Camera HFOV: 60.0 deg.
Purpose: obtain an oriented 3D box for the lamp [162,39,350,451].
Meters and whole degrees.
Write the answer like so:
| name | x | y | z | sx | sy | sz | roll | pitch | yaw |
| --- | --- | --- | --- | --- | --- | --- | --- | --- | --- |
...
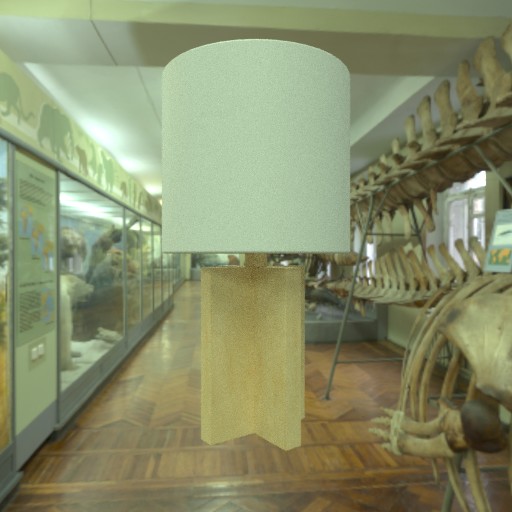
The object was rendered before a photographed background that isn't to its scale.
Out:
| name | x | y | z | sx | sy | sz | roll | pitch | yaw |
| --- | --- | --- | --- | --- | --- | --- | --- | --- | --- |
| lamp | 0.000 | 0.000 | 0.550 | 0.229 | 0.428 | 0.229 | 0 | 0 | -36 |
